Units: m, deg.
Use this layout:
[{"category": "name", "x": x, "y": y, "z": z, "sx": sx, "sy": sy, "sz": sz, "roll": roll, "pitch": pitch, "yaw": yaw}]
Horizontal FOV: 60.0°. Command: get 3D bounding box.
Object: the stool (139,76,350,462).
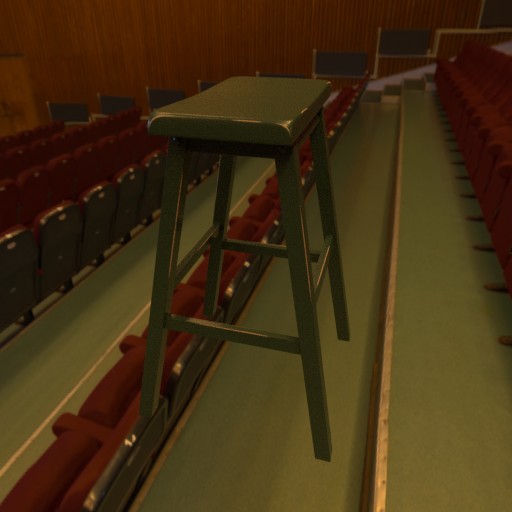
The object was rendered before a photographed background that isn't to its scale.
[{"category": "stool", "x": 0.000, "y": 0.000, "z": 1.055, "sx": 0.476, "sy": 0.737, "sz": 0.457, "roll": 8, "pitch": 31, "yaw": 14}]
